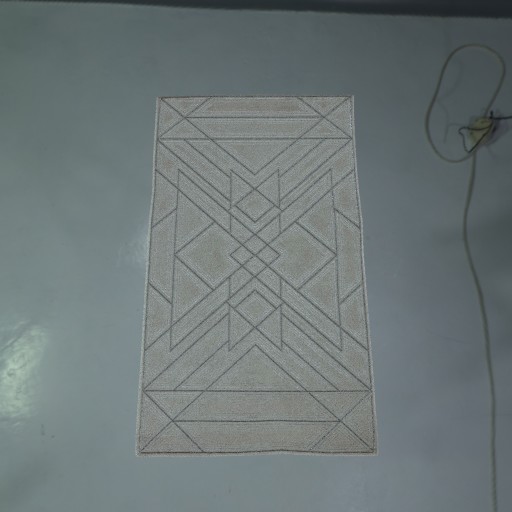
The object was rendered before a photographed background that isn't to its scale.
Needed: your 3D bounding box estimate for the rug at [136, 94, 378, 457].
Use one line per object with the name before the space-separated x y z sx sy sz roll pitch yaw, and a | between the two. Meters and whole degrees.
rug | 0.000 0.000 1.041 0.511 0.008 0.869 0 75 0
